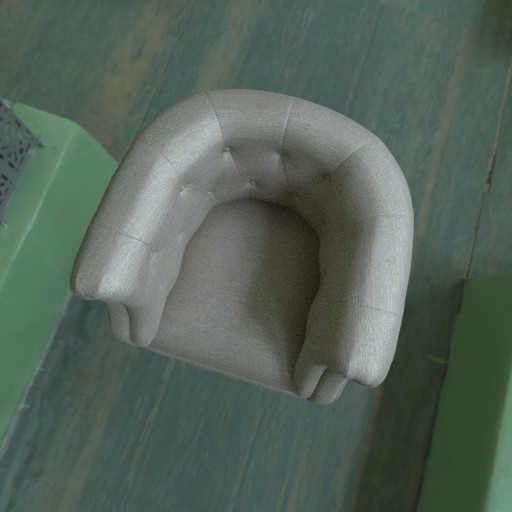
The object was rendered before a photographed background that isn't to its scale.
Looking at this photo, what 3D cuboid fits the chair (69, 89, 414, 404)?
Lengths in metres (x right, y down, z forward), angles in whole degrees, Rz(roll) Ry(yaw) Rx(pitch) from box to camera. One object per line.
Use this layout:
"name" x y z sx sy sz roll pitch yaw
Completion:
"chair" 0.000 0.000 1.572 0.905 0.827 0.852 16 76 4
